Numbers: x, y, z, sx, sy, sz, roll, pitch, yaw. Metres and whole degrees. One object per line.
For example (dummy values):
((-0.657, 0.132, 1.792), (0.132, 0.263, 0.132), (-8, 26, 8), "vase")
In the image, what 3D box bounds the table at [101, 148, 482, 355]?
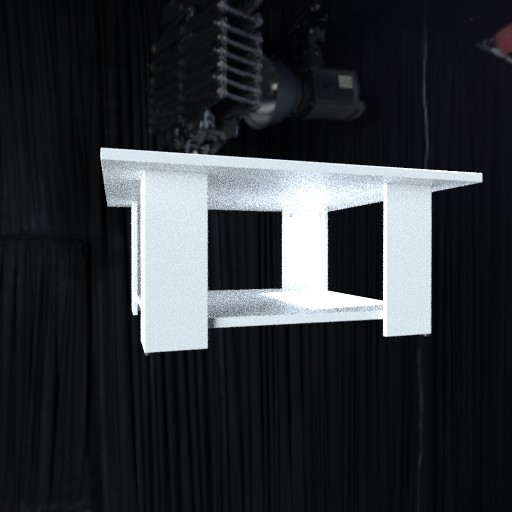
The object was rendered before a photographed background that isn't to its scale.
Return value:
((0.000, 0.000, 1.043), (0.670, 0.305, 0.670), (0, 0, -18), "table")
